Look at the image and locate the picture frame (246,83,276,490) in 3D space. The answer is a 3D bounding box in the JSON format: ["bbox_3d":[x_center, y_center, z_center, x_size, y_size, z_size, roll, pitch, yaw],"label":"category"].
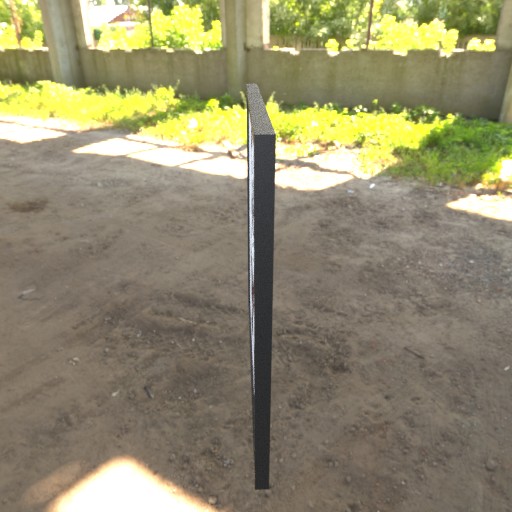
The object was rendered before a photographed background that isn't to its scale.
[{"bbox_3d":[0.000,0.000,1.159,0.032,0.775,0.775,-1,26,-2],"label":"picture frame"}]
